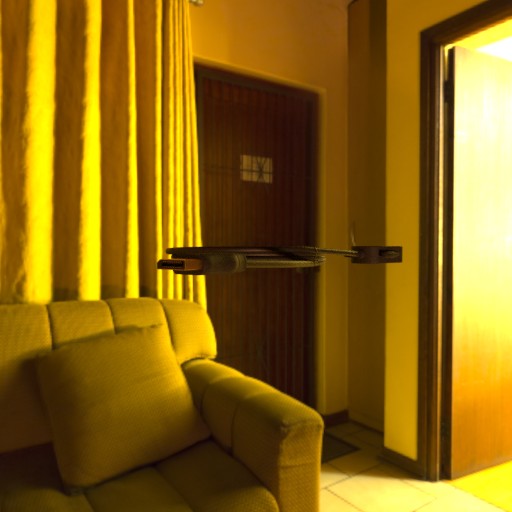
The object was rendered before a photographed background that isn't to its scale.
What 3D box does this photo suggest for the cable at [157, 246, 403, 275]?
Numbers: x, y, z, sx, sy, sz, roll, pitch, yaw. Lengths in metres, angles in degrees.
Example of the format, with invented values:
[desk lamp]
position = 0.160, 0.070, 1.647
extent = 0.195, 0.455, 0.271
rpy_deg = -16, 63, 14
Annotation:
[cable]
position = 0.000, 0.000, 0.330
extent = 0.136, 0.015, 0.281
rpy_deg = 1, 1, 36
